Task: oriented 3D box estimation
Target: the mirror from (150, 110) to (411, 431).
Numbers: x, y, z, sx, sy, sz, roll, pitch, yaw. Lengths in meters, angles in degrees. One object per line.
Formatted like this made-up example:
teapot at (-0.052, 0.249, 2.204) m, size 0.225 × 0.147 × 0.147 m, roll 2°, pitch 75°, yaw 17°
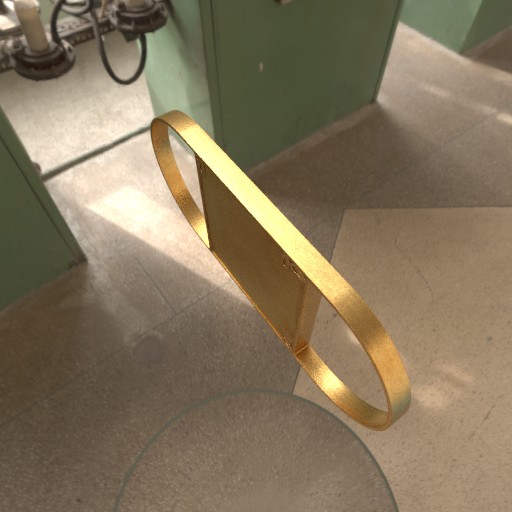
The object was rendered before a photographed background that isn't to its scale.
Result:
mirror at (0.000, 0.000, 0.664) m, size 0.032 × 0.254 × 0.584 m, roll -31°, pitch 63°, yaw -18°
